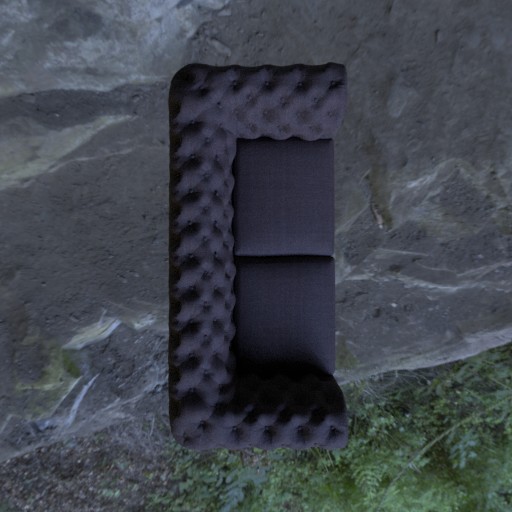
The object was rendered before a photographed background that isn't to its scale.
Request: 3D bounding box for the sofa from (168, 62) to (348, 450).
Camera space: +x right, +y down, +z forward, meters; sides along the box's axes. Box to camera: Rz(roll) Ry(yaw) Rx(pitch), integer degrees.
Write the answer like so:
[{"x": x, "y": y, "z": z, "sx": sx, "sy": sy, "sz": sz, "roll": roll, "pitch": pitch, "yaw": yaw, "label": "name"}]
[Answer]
[{"x": 0.000, "y": 0.000, "z": 2.610, "sx": 0.944, "sy": 0.780, "sz": 2.048, "roll": 0, "pitch": 90, "yaw": -1, "label": "sofa"}]
